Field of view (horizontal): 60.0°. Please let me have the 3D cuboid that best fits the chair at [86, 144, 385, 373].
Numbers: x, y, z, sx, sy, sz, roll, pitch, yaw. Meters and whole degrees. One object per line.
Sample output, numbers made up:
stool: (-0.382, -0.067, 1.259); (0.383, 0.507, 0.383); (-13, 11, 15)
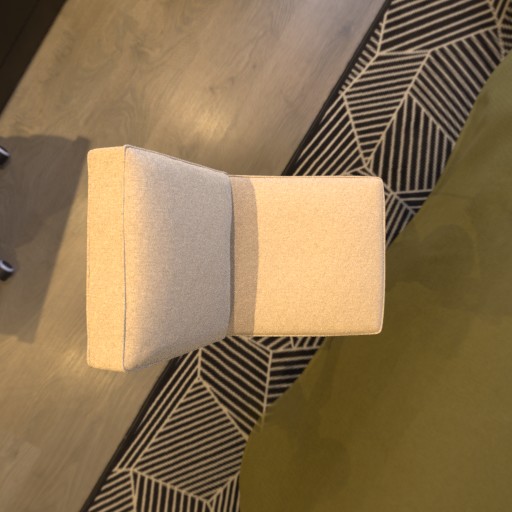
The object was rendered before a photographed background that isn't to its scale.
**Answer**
chair: (0.000, 0.000, 1.716); (1.020, 1.058, 0.674); (0, 91, 0)
